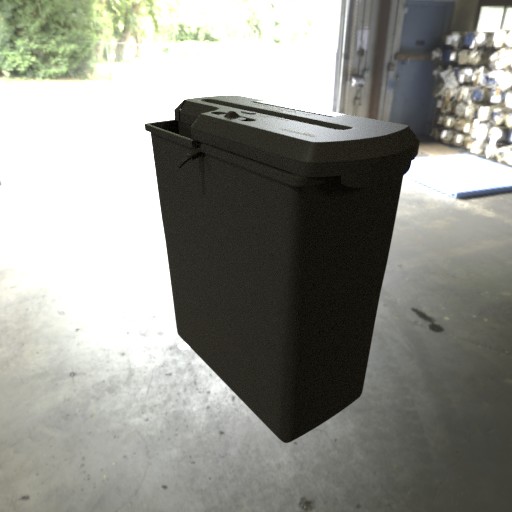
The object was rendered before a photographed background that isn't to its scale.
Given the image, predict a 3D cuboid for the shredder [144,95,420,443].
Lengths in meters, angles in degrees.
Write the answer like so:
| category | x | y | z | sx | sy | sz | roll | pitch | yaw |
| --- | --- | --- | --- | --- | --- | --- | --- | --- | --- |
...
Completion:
| category | x | y | z | sx | sy | sz | roll | pitch | yaw |
| --- | --- | --- | --- | --- | --- | --- | --- | --- | --- |
| shredder | 0.000 | 0.000 | 0.523 | 0.170 | 0.335 | 0.320 | -18 | 32 | -32 |
